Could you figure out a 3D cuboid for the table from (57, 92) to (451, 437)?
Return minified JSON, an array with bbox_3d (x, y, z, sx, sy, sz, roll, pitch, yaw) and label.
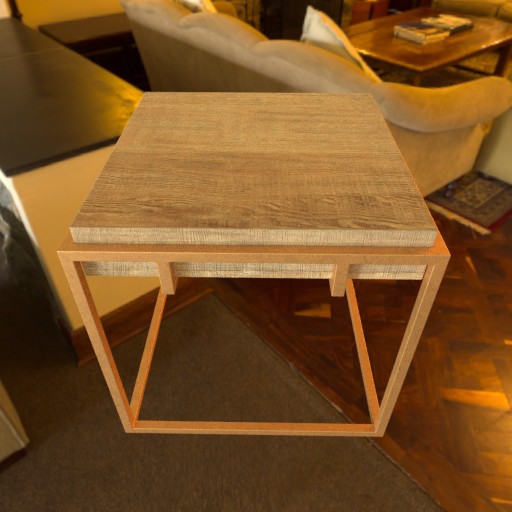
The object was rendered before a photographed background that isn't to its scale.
[{"bbox_3d":[0.000,0.000,1.071,0.599,0.584,0.599,1,41,1],"label":"table"}]
